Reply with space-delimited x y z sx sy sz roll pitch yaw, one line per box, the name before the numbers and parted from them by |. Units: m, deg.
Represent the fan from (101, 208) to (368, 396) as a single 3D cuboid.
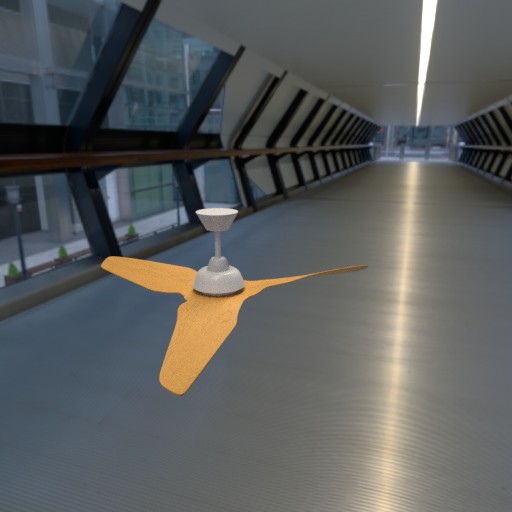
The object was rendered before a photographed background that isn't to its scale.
fan | 0.000 0.000 1.631 1.010 0.355 1.142 -7 17 -25
